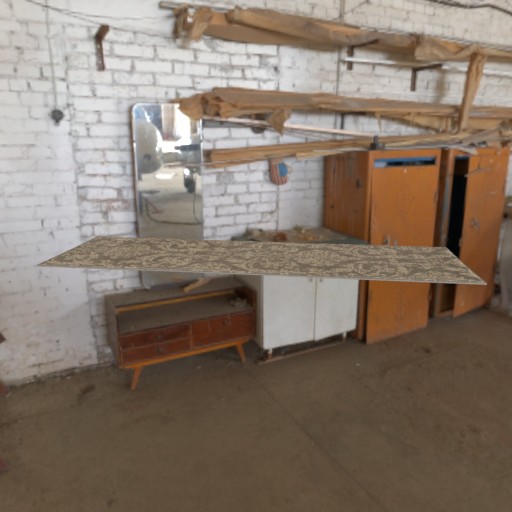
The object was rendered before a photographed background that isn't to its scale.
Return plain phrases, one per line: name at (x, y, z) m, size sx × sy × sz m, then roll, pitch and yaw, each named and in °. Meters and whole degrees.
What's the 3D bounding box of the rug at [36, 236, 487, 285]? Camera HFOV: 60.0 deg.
rug at (0.000, 0.000, 2.457) m, size 2.196 × 0.011 × 0.662 m, roll 2°, pitch 16°, yaw 7°
